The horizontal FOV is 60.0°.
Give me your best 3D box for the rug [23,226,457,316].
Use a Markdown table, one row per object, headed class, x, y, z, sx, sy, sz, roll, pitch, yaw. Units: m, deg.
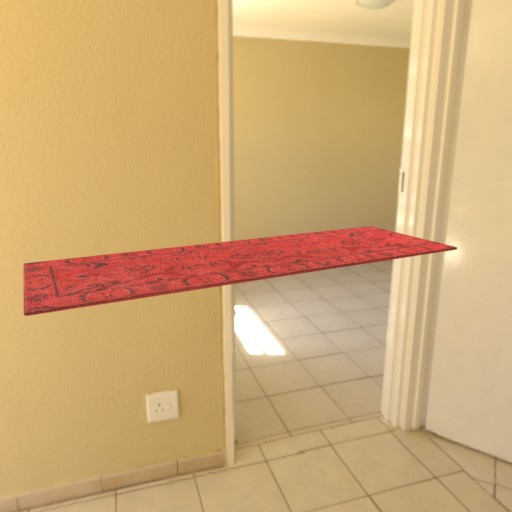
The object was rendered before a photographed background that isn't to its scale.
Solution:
| class | x | y | z | sx | sy | sz | roll | pitch | yaw |
| --- | --- | --- | --- | --- | --- | --- | --- | --- | --- |
| rug | 0.000 | 0.000 | 2.607 | 2.439 | 0.018 | 0.813 | -7 | 16 | -26 |
